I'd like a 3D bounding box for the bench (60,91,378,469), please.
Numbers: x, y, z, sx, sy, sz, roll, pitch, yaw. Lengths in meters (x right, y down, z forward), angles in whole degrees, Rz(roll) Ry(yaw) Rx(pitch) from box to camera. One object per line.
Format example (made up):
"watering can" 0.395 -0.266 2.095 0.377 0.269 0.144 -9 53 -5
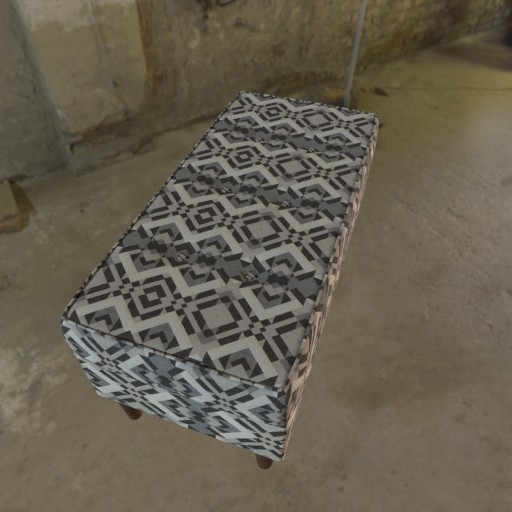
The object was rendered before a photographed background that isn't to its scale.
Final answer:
"bench" 0.000 0.000 1.292 0.492 0.477 1.016 15 49 13
